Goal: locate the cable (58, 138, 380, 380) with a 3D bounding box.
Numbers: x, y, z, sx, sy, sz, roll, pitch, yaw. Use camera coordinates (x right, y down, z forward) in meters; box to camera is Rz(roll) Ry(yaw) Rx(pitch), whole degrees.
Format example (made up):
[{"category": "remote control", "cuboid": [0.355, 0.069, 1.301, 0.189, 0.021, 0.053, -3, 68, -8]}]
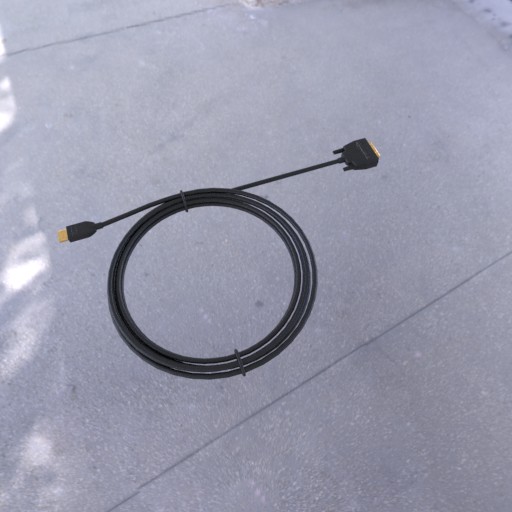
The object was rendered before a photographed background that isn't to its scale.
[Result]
[{"category": "cable", "cuboid": [0.000, 0.000, 0.512, 0.422, 0.030, 0.257, -17, 61, -10]}]
